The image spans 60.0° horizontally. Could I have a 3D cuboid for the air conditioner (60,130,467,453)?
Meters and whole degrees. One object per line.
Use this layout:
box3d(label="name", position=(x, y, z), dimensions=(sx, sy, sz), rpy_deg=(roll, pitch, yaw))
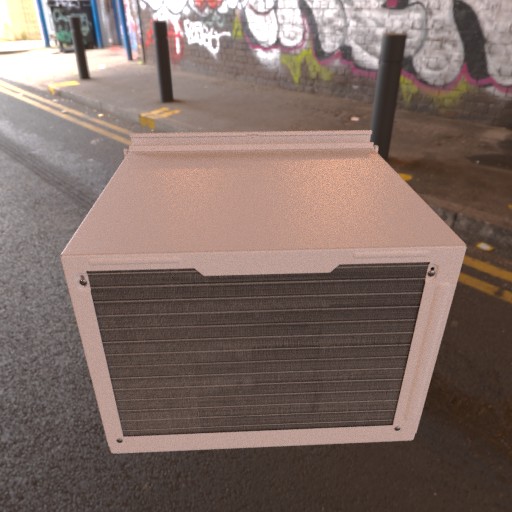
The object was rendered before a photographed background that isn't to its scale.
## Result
box3d(label="air conditioner", position=(0.000, 0.000, 0.838), dimensions=(0.503, 0.388, 0.546), rpy_deg=(-1, 30, -3))
